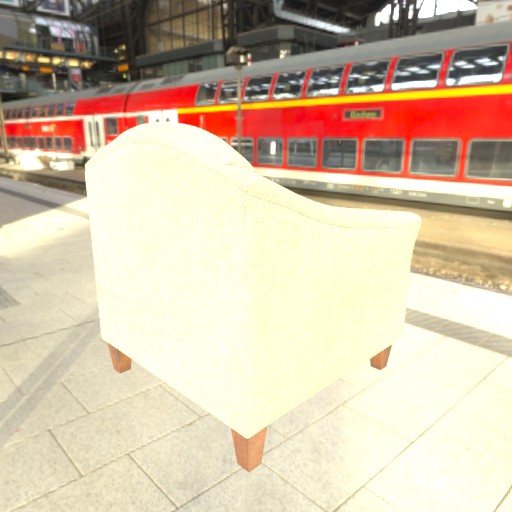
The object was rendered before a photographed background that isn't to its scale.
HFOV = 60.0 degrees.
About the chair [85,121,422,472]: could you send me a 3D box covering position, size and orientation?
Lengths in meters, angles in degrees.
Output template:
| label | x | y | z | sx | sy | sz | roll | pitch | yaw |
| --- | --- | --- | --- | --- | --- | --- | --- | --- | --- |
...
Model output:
| label | x | y | z | sx | sy | sz | roll | pitch | yaw |
| --- | --- | --- | --- | --- | --- | --- | --- | --- | --- |
| chair | 0.000 | 0.000 | 1.464 | 0.787 | 0.839 | 0.763 | -15 | 21 | -42 |
